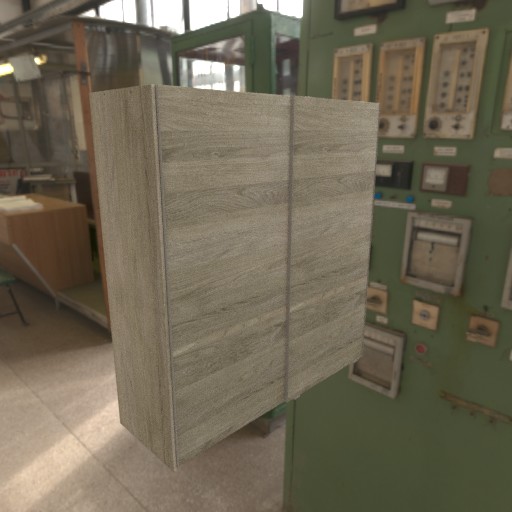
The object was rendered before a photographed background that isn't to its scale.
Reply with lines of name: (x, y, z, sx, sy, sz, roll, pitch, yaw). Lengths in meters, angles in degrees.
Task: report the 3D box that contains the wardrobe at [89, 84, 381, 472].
wardrobe: (0.000, 0.000, 2.911, 1.780, 1.960, 0.629, -15, 21, -43)
